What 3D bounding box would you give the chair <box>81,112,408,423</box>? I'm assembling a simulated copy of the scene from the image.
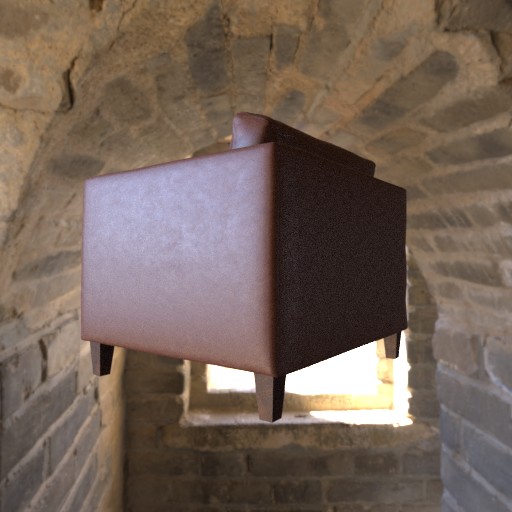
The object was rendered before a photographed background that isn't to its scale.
[{"bbox_3d":[0.000,0.000,1.872,0.959,0.917,1.107,0,-1,37],"label":"chair"}]
